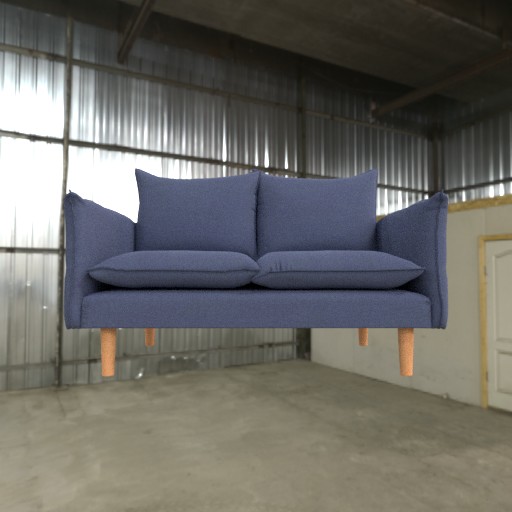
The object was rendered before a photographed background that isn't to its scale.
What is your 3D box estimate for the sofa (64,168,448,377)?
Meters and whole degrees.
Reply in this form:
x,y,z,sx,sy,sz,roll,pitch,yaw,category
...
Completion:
x,y,z,sx,sy,sz,roll,pitch,yaw,category
0.000,0.000,1.823,1.300,0.840,0.820,0,-2,0,sofa
